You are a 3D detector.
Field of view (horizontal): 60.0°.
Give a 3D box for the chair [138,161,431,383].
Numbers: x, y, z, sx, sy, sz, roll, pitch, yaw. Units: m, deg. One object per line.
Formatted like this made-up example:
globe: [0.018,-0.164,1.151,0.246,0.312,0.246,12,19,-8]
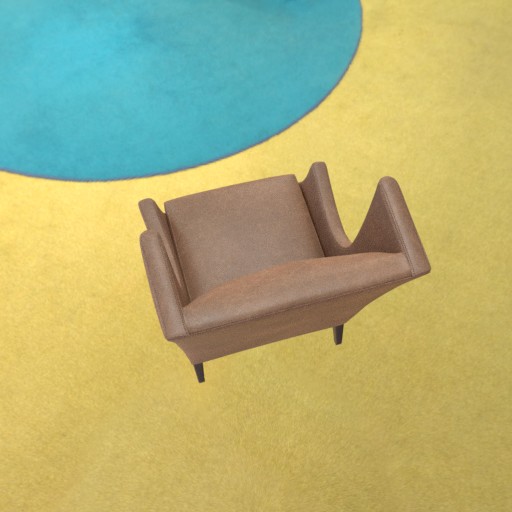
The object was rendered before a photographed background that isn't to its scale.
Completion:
chair: [0.000,0.000,1.758,0.815,1.088,0.913,-14,60,-8]
